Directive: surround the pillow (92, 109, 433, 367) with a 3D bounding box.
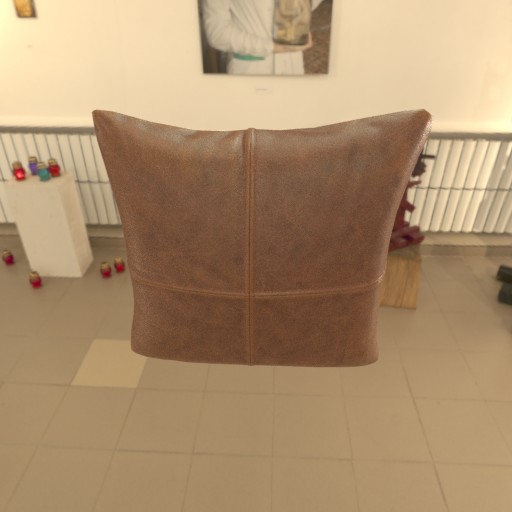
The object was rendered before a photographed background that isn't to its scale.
[{"bbox_3d":[0.000,0.000,0.724,0.484,0.470,0.192,1,32,2],"label":"pillow"}]
